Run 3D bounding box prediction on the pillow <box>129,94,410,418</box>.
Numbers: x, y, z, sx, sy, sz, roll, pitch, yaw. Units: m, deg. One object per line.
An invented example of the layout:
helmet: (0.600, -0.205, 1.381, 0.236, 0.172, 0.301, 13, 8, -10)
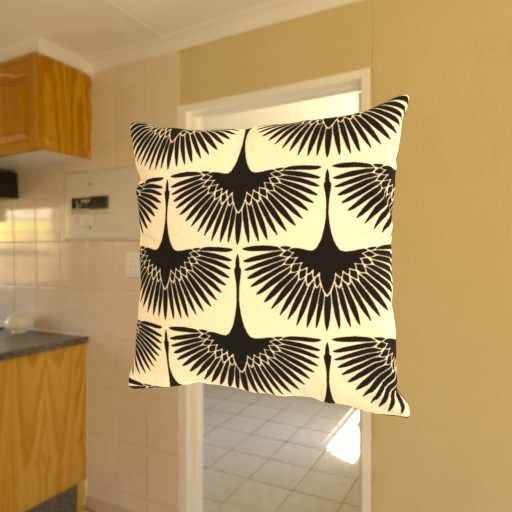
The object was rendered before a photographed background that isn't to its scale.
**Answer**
pillow: (0.000, 0.000, 0.658, 0.432, 0.432, 0.139, 0, 0, 18)
